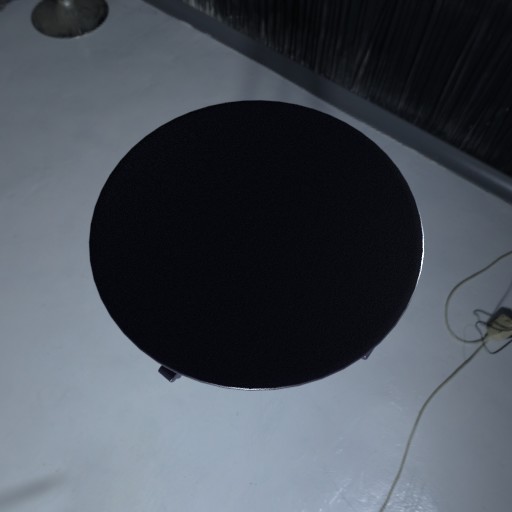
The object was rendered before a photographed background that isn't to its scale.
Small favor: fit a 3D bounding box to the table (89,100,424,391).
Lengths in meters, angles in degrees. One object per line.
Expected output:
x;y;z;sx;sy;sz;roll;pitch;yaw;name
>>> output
0.000;0.000;1.590;1.029;0.491;1.029;0;63;0;table
